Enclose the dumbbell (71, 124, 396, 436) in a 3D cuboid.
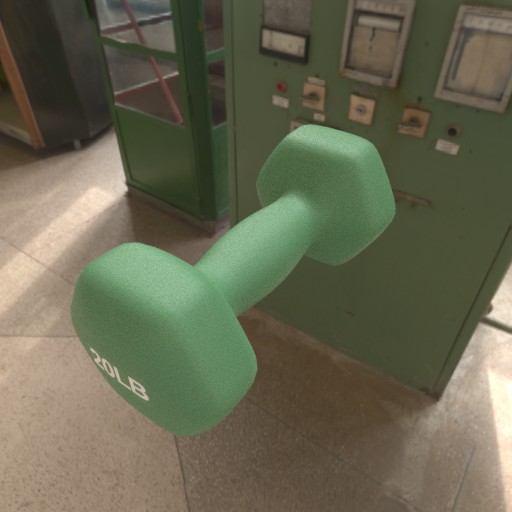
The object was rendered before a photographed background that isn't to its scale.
[{"bbox_3d":[0.000,0.000,0.324,0.126,0.114,0.257,26,47,27],"label":"dumbbell"}]
